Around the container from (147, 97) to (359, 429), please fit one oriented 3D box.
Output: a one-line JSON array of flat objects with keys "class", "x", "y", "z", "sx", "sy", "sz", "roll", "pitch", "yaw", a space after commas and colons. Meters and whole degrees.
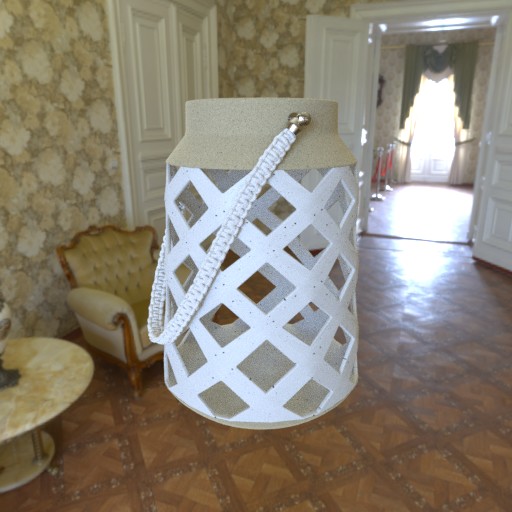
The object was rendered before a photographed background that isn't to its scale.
[{"class": "container", "x": 0.000, "y": 0.000, "z": 0.349, "sx": 0.172, "sy": 0.229, "sz": 0.163, "roll": -7, "pitch": 18, "yaw": -24}]
